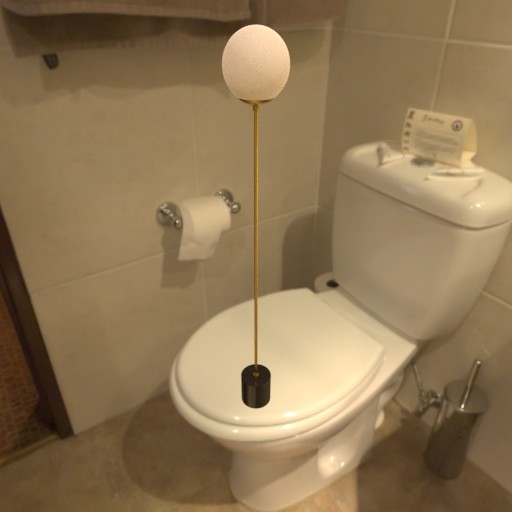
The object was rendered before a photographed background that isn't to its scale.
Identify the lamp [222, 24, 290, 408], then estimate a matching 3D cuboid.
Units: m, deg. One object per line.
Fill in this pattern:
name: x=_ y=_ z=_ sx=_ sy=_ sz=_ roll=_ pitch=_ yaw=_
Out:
lamp: x=0.000 y=0.000 z=1.885 sx=0.229 sy=1.748 sz=0.229 roll=10 pitch=33 yaw=15
